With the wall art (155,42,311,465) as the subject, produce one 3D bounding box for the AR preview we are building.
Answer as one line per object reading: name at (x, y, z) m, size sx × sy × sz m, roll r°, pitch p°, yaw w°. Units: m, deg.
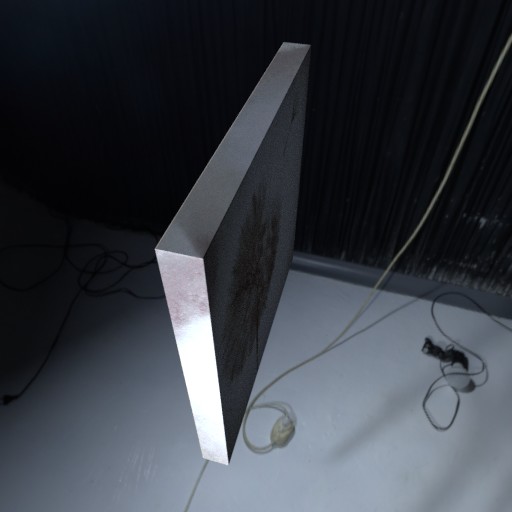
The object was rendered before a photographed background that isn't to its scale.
wall art at (0.000, 0.000, 0.446) m, size 0.028 × 0.303 × 0.303 m, roll 11°, pitch 47°, yaw 11°
